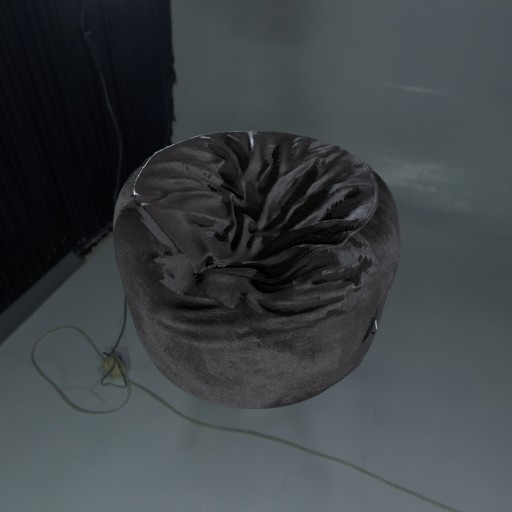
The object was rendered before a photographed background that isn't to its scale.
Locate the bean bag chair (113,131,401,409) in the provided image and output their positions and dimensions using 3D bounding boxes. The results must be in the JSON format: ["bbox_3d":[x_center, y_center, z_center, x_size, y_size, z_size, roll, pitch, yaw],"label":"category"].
[{"bbox_3d":[0.000,0.000,1.525,0.918,0.605,0.918,0,40,0],"label":"bean bag chair"}]
